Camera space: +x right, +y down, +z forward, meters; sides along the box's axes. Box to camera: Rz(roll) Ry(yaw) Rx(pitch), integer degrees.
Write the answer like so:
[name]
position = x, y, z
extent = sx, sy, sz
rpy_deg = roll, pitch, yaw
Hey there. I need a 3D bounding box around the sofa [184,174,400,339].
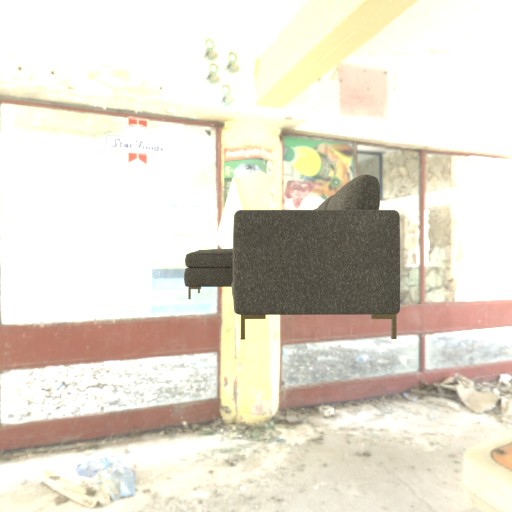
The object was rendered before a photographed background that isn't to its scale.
[sofa]
position = 0.000, 0.000, 3.523
extent = 1.350, 0.810, 2.932
rpy_deg = 0, 0, -1
